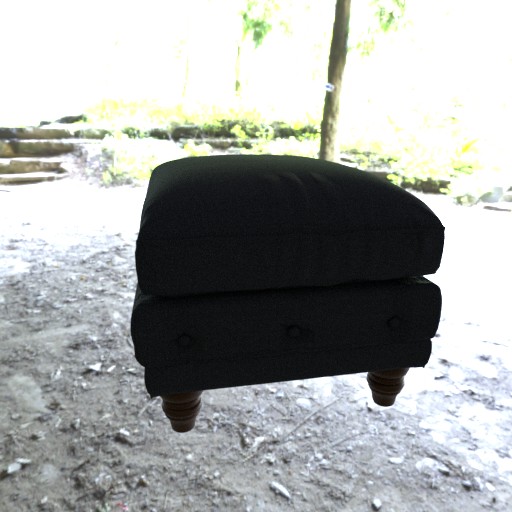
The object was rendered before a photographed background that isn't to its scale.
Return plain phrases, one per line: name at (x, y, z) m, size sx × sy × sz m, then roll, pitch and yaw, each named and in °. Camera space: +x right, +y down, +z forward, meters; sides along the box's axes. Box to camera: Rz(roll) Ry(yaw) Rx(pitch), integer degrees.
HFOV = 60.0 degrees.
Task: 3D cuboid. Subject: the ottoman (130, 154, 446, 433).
ottoman at (0.000, 0.000, 1.115) m, size 0.558 × 0.486 × 0.767 m, roll -3°, pitch 17°, yaw -11°
